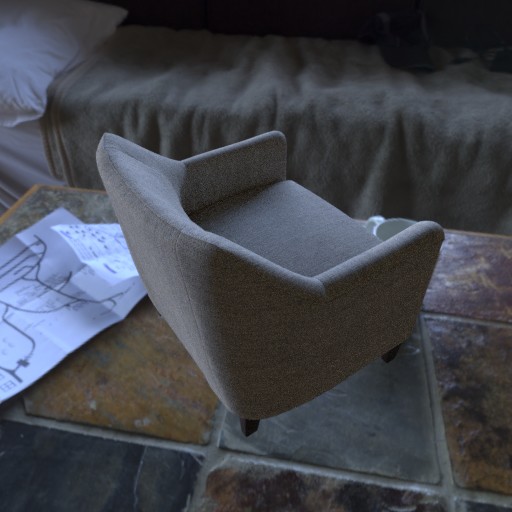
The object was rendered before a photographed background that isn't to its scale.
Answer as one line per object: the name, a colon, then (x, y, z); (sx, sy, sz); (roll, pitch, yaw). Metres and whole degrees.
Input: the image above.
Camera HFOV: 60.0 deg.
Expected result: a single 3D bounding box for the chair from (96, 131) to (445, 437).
chair: (0.000, 0.000, 1.404); (0.758, 0.761, 0.796); (-24, 46, -26)
